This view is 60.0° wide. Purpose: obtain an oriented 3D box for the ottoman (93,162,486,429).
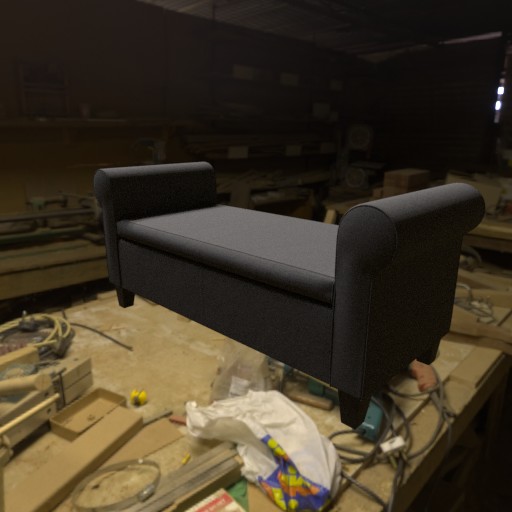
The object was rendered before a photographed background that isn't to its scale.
[{"bbox_3d":[0.000,0.000,1.510,1.256,0.547,0.521,15,22,42],"label":"ottoman"}]
